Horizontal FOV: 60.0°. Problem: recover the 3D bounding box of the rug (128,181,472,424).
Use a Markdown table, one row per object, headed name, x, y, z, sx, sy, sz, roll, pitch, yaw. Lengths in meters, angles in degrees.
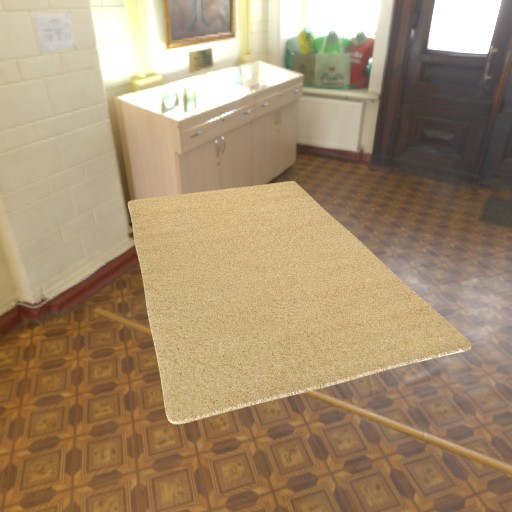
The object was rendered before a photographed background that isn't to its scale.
| name | x | y | z | sx | sy | sz | roll | pitch | yaw |
| --- | --- | --- | --- | --- | --- | --- | --- | --- | --- |
| rug | 0.000 | 0.000 | 2.944 | 1.500 | 0.026 | 2.349 | -9 | 32 | -15 |
